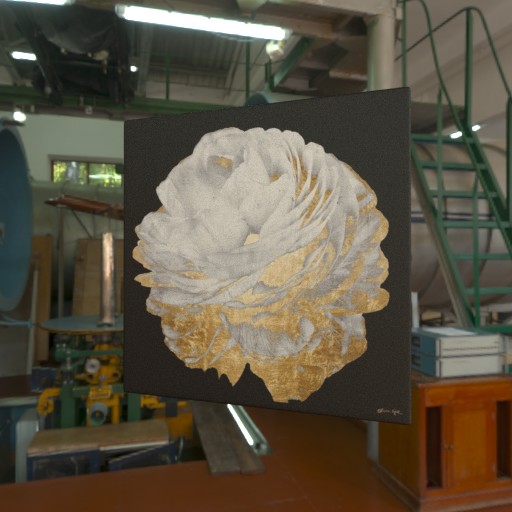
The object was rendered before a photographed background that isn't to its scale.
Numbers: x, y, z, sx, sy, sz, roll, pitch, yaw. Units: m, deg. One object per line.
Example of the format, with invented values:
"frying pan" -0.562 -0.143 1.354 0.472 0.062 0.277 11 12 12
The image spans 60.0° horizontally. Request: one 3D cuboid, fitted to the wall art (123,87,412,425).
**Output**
"wall art" 0.000 0.000 0.615 0.406 0.407 0.041 0 0 19
